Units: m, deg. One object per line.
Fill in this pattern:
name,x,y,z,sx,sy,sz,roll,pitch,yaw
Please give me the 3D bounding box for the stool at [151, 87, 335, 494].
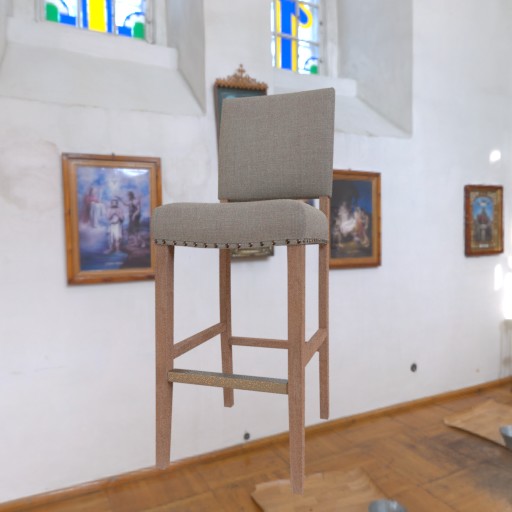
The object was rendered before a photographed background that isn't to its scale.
stool,0.000,0.000,1.448,0.445,1.203,0.585,1,2,18
